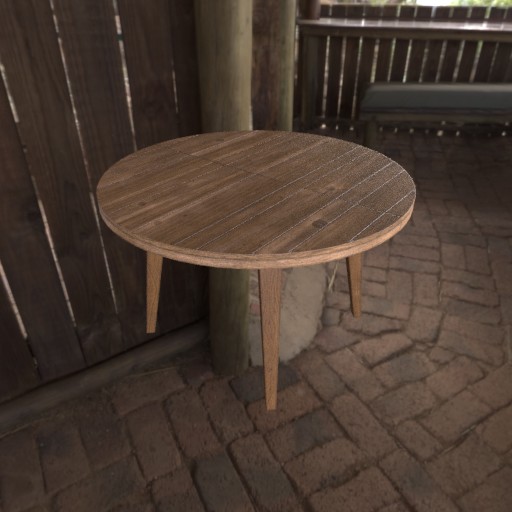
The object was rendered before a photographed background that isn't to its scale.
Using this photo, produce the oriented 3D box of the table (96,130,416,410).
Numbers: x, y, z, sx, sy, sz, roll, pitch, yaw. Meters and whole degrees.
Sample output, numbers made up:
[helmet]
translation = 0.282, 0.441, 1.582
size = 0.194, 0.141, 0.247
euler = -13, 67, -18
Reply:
[table]
translation = 0.000, 0.000, 1.962
size = 1.213, 0.764, 1.213
euler = 0, 32, 0
